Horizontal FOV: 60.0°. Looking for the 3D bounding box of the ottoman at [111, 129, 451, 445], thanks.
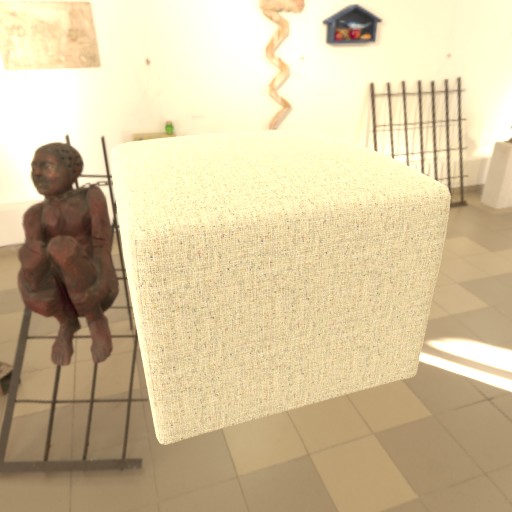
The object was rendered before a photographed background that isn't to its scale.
[{"bbox_3d":[0.000,0.000,0.929,0.521,0.453,0.512,-9,29,-17],"label":"ottoman"}]
